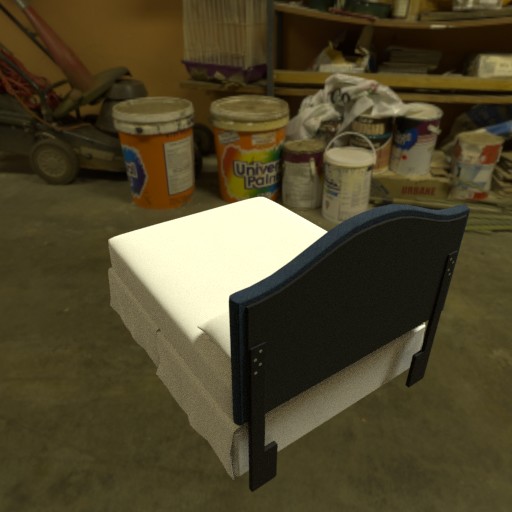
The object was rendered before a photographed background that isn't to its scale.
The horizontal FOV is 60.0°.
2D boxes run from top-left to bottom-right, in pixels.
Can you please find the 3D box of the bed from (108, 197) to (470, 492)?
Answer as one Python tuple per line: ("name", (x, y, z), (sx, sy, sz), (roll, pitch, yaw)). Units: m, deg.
("bed", (0.000, 0.000, 3.238), (1.713, 1.518, 2.153), (-20, 36, -29))
